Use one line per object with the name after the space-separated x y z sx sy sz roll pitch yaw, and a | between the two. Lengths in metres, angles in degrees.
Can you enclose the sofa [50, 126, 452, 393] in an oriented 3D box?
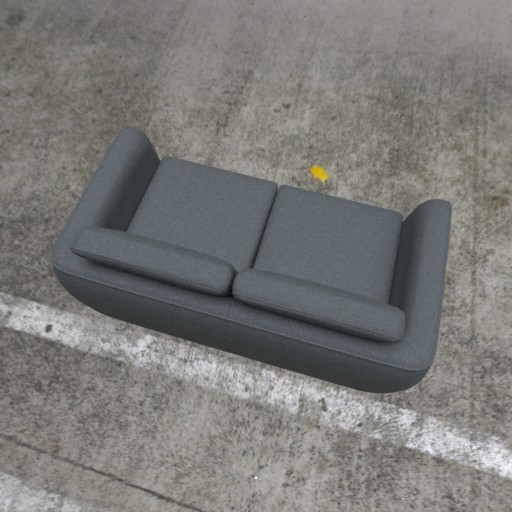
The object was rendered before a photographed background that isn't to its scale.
0.000 0.000 2.170 1.700 0.850 0.920 15 64 7 | sofa
